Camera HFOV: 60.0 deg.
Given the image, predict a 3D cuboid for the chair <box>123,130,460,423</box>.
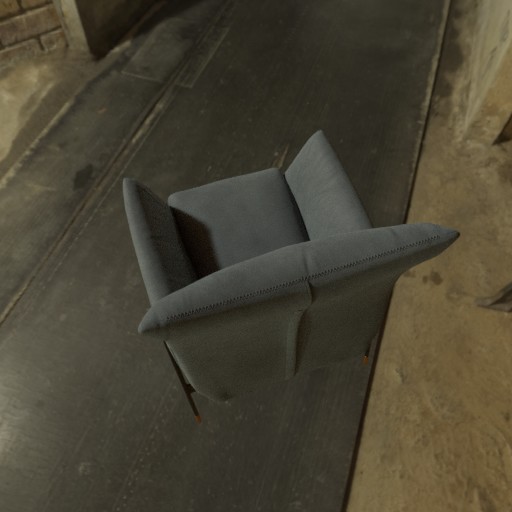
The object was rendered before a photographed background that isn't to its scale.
[{"bbox_3d":[0.000,0.000,1.377,0.678,0.858,0.709,-16,60,-10],"label":"chair"}]
